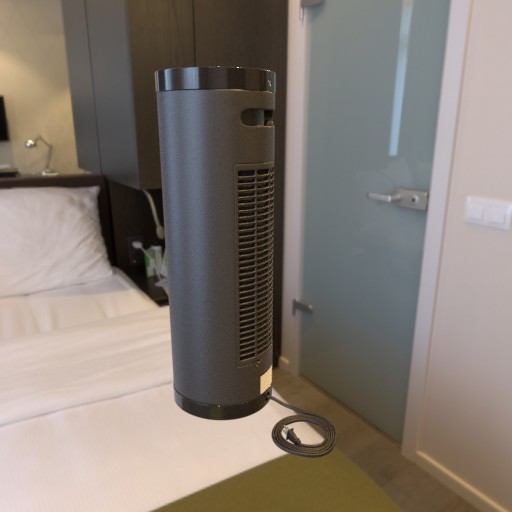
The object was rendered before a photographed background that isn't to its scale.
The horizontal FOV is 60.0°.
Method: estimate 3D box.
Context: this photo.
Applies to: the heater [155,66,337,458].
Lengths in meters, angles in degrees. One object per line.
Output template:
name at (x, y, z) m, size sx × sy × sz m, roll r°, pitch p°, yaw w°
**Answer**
heater at (0.000, 0.000, 0.707) m, size 0.312 × 0.552 × 0.174 m, roll 8°, pitch 18°, yaw 25°
